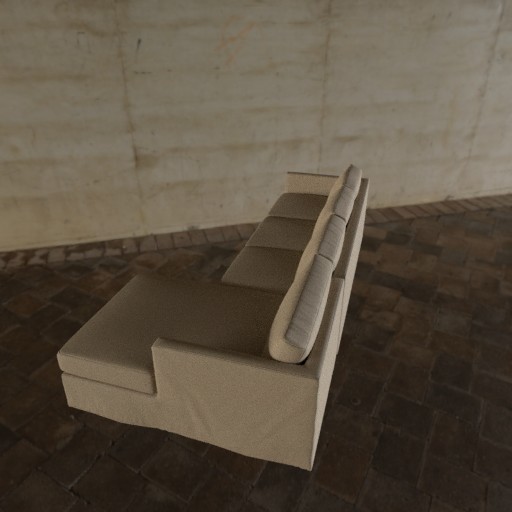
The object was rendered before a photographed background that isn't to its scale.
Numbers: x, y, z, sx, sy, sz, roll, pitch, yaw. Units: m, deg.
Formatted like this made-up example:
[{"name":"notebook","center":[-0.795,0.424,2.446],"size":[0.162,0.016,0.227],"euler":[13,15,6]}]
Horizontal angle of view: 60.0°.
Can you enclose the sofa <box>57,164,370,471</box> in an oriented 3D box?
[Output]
[{"name":"sofa","center":[0.000,0.000,3.800],"size":[1.622,0.871,3.206],"euler":[8,30,15]}]
